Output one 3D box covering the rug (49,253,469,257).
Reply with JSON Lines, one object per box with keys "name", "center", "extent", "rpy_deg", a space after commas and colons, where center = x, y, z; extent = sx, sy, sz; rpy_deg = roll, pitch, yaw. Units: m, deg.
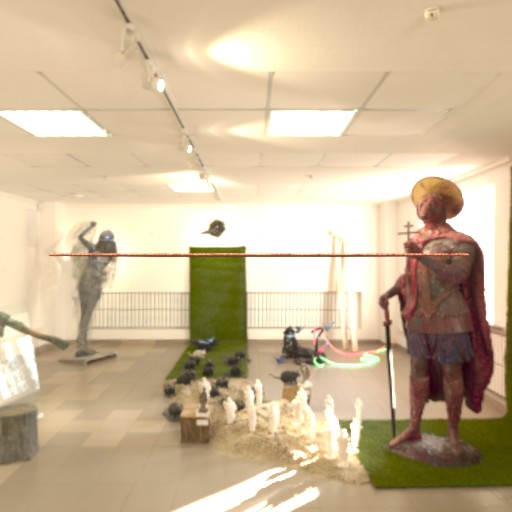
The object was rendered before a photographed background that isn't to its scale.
{"name": "rug", "center": [0.000, 0.000, 4.086], "extent": [2.441, 0.016, 3.050], "rpy_deg": [0, 0, -1]}
